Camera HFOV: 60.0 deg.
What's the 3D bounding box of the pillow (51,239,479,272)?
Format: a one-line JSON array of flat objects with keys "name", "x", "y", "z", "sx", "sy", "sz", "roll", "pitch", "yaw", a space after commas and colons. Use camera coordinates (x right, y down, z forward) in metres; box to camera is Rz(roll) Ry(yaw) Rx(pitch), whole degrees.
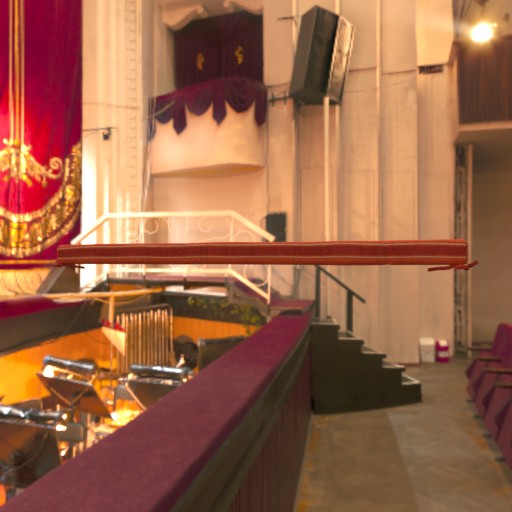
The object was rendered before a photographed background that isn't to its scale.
[{"name": "pillow", "x": 0.000, "y": 0.000, "z": 1.368, "sx": 1.187, "sy": 0.081, "sz": 0.492, "roll": 0, "pitch": -1, "yaw": 17}]
